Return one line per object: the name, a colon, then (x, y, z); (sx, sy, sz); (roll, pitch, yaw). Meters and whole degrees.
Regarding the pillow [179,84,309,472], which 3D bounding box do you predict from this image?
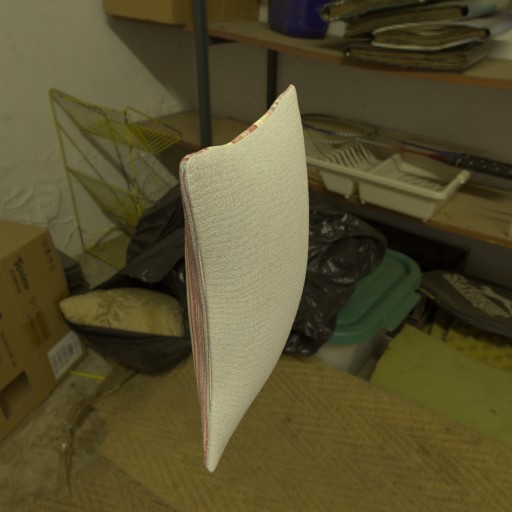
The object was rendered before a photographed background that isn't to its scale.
pillow: (0.000, 0.000, 0.652); (0.136, 0.419, 0.437); (8, 31, 14)
